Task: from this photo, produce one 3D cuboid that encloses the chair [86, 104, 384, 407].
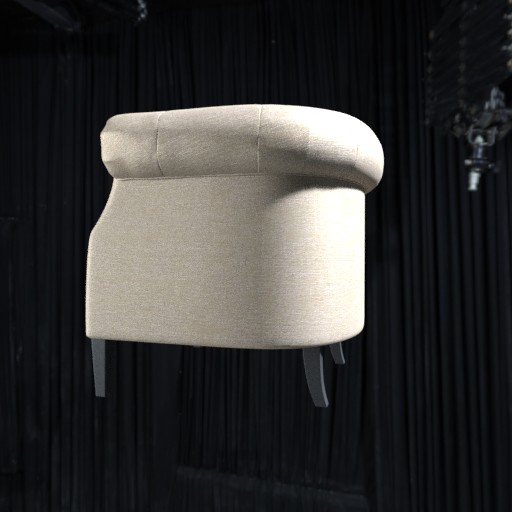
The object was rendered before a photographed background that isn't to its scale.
[{"bbox_3d":[0.000,0.000,1.544,0.852,0.827,0.905,0,1,17],"label":"chair"}]
